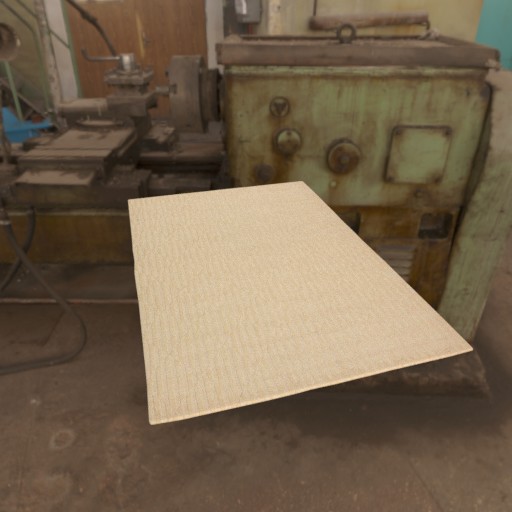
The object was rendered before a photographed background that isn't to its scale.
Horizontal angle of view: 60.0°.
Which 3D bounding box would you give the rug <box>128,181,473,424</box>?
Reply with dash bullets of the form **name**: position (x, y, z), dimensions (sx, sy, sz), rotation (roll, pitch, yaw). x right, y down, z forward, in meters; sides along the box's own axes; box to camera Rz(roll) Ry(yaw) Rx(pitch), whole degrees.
- **rug**: position (0.000, 0.000, 2.318), dimensions (1.238, 0.014, 1.848), rotation (-8, 32, -14)
